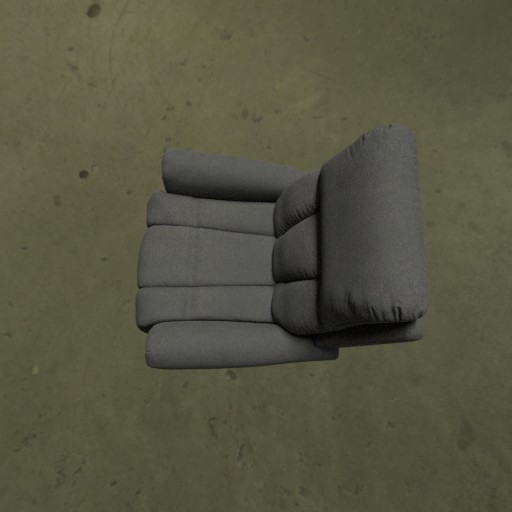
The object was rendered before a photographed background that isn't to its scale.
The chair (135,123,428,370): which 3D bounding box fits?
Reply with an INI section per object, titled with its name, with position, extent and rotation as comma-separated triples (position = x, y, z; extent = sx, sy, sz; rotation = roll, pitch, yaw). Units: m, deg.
[chair]
position = 0.000, 0.000, 1.721
extent = 0.979, 1.031, 0.871
rotation = 1, 75, 0
